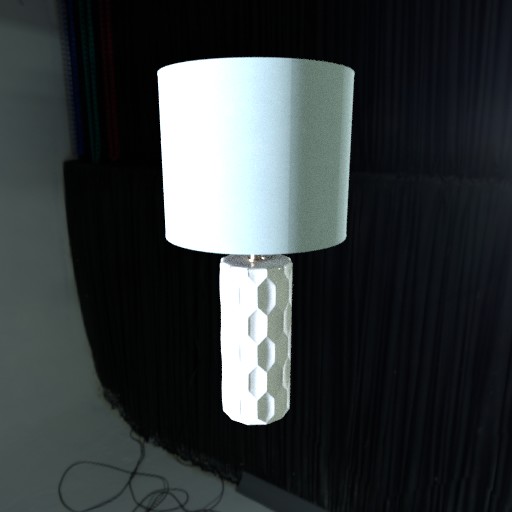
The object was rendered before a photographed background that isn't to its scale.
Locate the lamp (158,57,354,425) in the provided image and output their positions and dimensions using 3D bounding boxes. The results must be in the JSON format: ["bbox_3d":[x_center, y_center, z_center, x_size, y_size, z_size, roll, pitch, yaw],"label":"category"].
[{"bbox_3d":[0.000,0.000,0.702,0.277,0.534,0.277,7,16,27],"label":"lamp"}]
